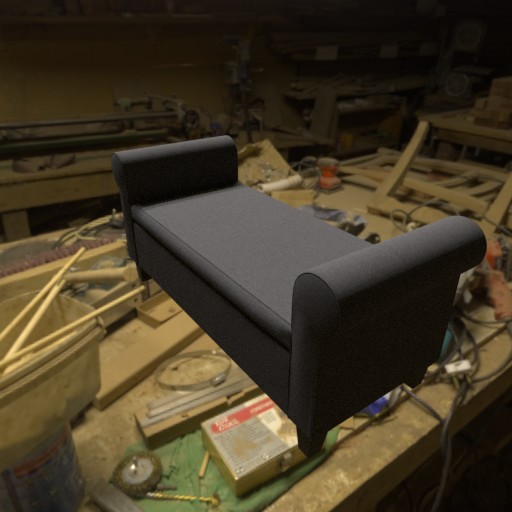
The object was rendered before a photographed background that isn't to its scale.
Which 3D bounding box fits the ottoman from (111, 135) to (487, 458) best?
[{"bbox_3d":[0.000,0.000,1.509,0.521,0.547,1.256,-18,33,-31],"label":"ottoman"}]
